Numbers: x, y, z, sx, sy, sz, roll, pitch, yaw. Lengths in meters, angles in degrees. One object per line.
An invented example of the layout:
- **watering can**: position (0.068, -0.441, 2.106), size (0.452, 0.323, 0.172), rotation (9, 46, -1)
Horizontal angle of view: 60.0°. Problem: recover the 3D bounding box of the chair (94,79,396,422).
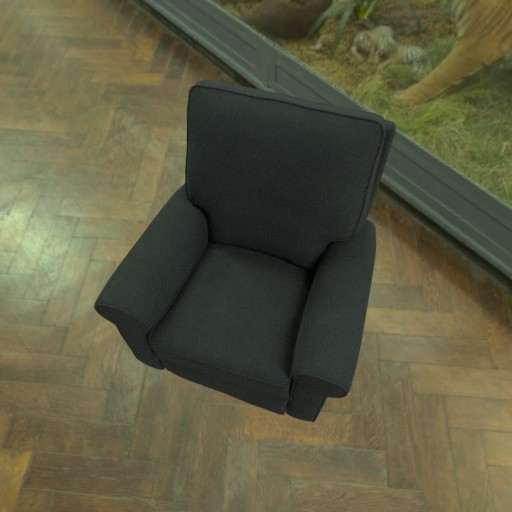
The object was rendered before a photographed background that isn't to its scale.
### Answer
- **chair**: position (0.000, 0.000, 1.670), size (0.890, 0.961, 0.878), rotation (16, 59, 10)
